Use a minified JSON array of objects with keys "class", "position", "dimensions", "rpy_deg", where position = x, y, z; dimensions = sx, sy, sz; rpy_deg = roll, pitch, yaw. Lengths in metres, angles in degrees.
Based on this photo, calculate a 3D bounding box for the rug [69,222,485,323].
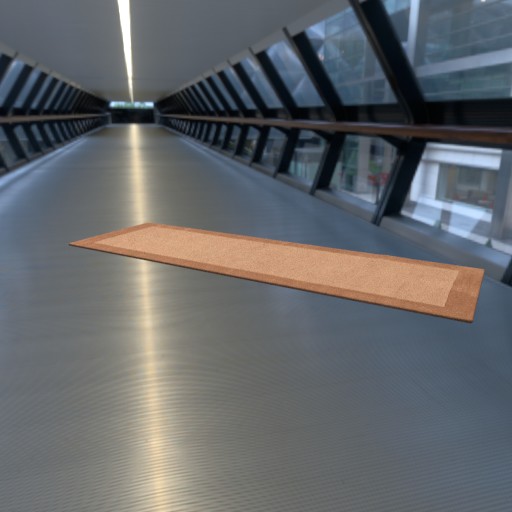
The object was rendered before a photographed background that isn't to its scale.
[{"class":"rug","position":[0.000,0.000,2.680],"dimensions":[2.439,0.017,0.764],"rpy_deg":[9,19,28]}]
